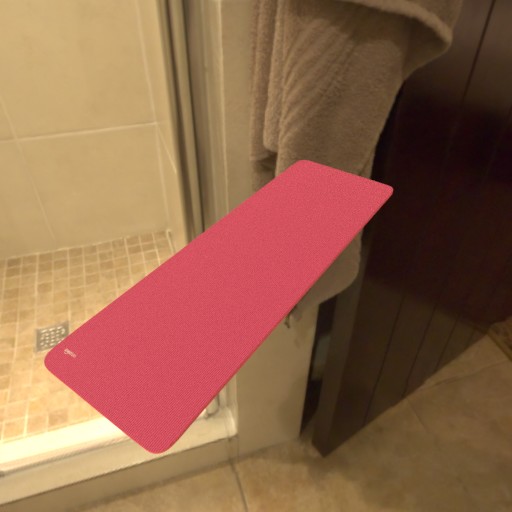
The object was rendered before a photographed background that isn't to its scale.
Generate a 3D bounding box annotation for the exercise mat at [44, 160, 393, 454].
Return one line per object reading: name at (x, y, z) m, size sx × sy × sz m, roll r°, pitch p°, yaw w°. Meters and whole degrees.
exercise mat at (0.000, 0.000, 2.052) m, size 0.616 × 0.021 × 1.884 m, roll 24°, pitch 46°, yaw 26°
